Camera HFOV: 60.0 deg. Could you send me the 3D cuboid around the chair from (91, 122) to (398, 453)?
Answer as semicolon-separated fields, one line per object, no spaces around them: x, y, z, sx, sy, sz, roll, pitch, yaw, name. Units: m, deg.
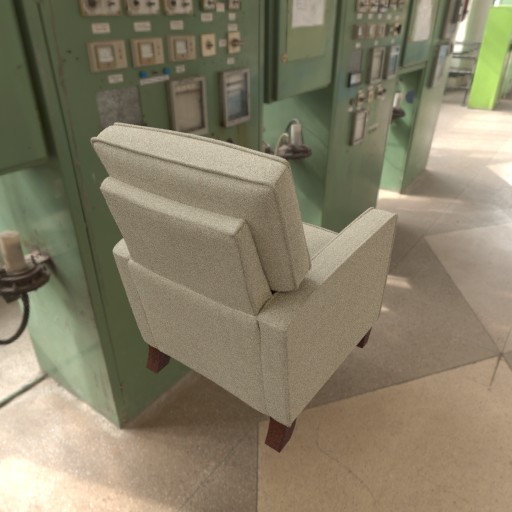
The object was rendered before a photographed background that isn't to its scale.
0.000;0.000;1.437;0.648;0.888;0.754;20;35;32;chair
